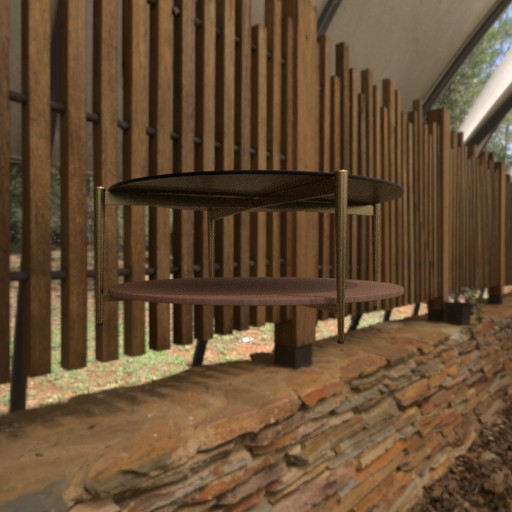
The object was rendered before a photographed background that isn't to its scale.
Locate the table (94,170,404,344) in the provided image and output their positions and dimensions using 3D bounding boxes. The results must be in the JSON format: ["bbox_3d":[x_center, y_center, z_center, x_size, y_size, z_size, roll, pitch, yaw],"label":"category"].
[{"bbox_3d":[0.000,0.000,1.482,0.938,0.400,0.938,0,0,36],"label":"table"}]
